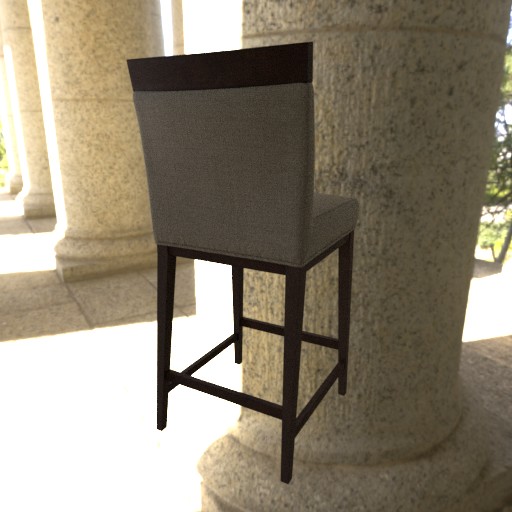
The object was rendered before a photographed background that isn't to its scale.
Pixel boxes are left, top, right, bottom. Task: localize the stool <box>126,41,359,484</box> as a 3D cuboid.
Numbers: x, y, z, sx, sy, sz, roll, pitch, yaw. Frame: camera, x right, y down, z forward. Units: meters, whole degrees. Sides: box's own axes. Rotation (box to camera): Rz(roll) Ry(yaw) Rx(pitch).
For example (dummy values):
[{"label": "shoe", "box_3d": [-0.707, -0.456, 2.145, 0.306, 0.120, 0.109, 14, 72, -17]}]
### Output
[{"label": "stool", "box_3d": [0.000, 0.000, 1.379, 0.511, 1.117, 0.531, 9, 18, 28]}]
